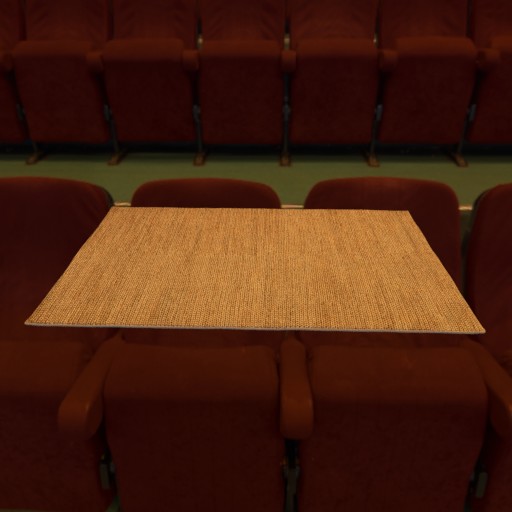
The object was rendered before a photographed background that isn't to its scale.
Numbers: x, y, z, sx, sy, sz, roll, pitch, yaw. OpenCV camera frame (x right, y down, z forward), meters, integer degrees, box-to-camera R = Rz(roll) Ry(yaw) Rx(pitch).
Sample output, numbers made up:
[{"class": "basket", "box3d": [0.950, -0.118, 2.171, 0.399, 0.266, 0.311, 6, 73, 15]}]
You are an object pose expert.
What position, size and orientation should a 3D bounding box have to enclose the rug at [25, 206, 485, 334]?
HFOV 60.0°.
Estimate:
[{"class": "rug", "box3d": [0.000, 0.000, 2.991, 2.438, 0.034, 1.521, 1, 30, 1]}]
